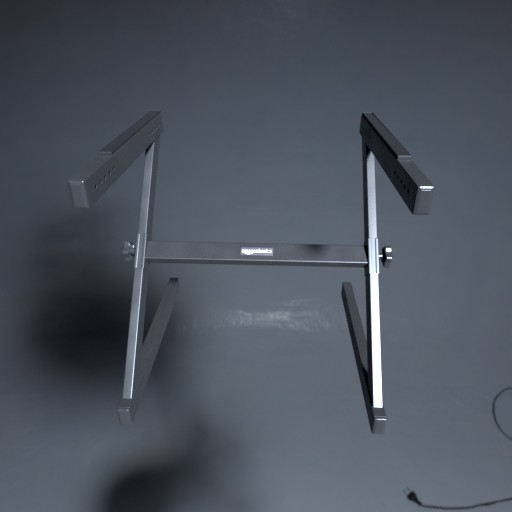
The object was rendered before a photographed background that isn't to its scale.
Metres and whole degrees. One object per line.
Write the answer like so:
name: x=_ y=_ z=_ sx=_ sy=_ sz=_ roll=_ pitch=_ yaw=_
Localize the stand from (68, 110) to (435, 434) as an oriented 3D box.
stand: x=0.000 y=0.000 z=1.148 sx=0.700 sy=0.617 sz=0.586 roll=1 pitch=29 yaw=2
